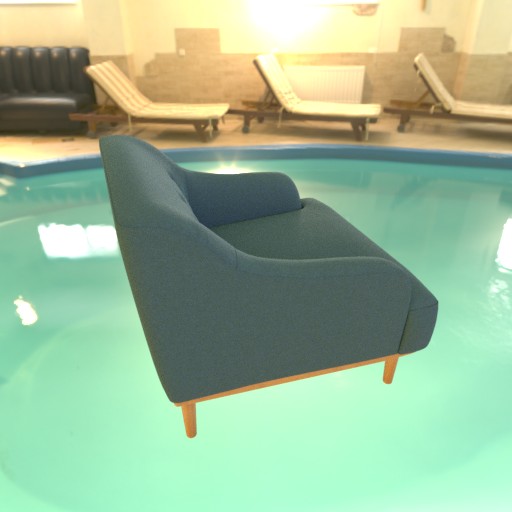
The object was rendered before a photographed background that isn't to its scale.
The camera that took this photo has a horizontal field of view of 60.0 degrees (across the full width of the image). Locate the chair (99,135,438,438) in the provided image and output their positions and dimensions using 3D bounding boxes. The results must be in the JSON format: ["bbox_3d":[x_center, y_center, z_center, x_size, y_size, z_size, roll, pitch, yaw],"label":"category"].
[{"bbox_3d":[0.000,0.000,1.637,0.951,0.818,0.946,-10,32,-17],"label":"chair"}]
